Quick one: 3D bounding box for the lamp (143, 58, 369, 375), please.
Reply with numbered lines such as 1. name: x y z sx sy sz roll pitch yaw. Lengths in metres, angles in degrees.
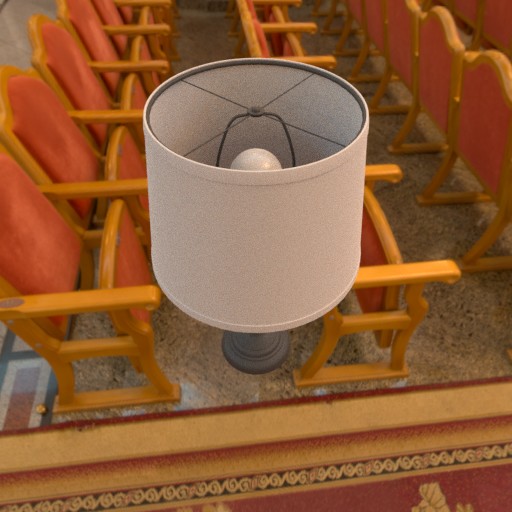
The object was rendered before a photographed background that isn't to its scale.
1. lamp: 0.000 0.000 0.685 0.310 0.501 0.310 0 47 0
